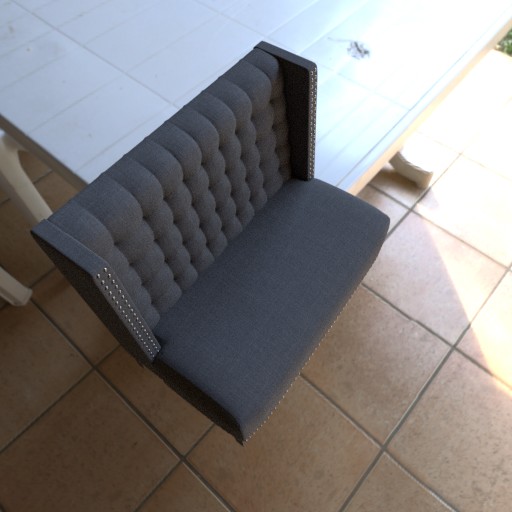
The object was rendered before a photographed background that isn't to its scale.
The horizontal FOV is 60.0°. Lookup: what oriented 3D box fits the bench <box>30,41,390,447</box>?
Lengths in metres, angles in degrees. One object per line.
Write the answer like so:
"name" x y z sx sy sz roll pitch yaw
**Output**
"bench" 0.000 0.000 1.982 0.842 1.121 1.276 31 63 18
